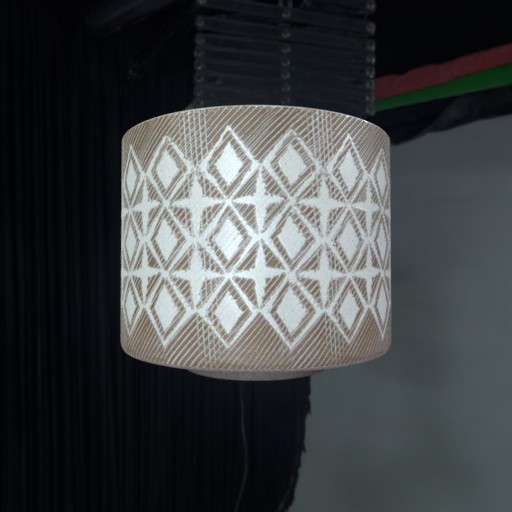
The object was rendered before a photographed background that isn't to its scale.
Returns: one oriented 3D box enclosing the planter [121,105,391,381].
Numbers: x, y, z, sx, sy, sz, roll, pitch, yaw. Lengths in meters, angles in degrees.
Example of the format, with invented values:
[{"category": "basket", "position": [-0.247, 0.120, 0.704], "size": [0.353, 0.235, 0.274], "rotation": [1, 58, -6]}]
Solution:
[{"category": "planter", "position": [0.000, 0.000, 0.217], "size": [0.126, 0.104, 0.126], "rotation": [0, -1, 0]}]
